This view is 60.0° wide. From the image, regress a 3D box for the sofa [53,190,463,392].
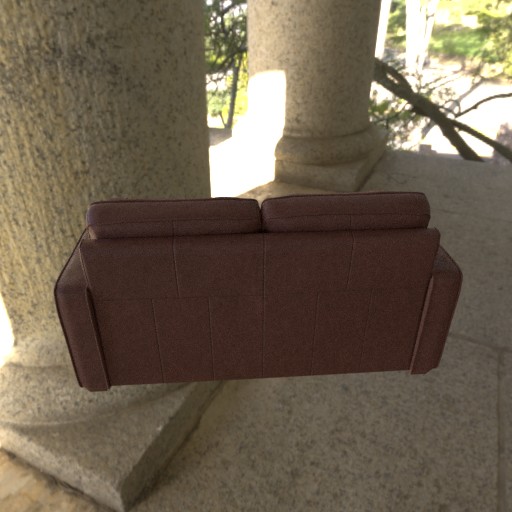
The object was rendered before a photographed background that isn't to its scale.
[{"bbox_3d":[0.000,0.000,2.264,1.709,0.918,0.947,-2,31,-3],"label":"sofa"}]
